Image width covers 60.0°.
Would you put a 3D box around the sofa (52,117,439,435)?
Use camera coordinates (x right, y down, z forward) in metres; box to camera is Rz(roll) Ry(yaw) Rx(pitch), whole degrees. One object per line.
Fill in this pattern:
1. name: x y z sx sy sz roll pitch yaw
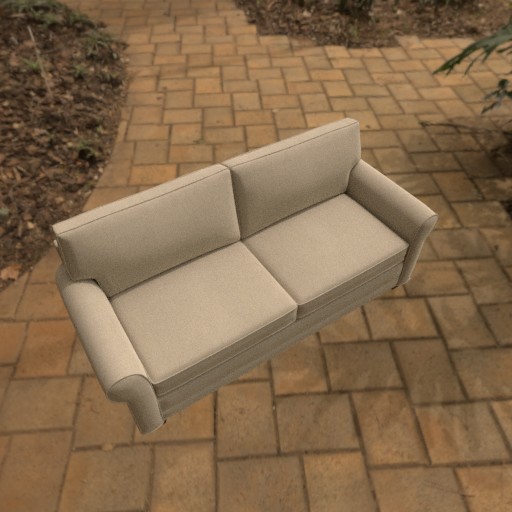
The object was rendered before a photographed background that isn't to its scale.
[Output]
1. sofa: 0.000 0.000 2.668 2.146 0.962 0.901 -25 52 -22
